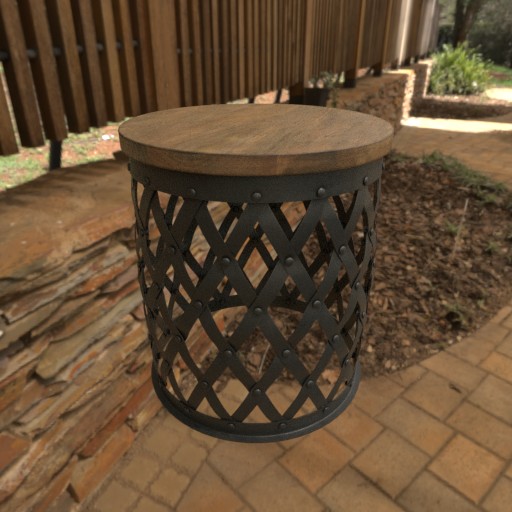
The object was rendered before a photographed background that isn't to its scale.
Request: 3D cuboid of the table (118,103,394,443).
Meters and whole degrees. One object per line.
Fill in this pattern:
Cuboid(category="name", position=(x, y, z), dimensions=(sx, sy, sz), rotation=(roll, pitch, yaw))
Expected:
Cuboid(category="table", position=(0.000, 0.000, 0.774), dimensions=(0.405, 0.454, 0.405), rotation=(0, 27, 0))
